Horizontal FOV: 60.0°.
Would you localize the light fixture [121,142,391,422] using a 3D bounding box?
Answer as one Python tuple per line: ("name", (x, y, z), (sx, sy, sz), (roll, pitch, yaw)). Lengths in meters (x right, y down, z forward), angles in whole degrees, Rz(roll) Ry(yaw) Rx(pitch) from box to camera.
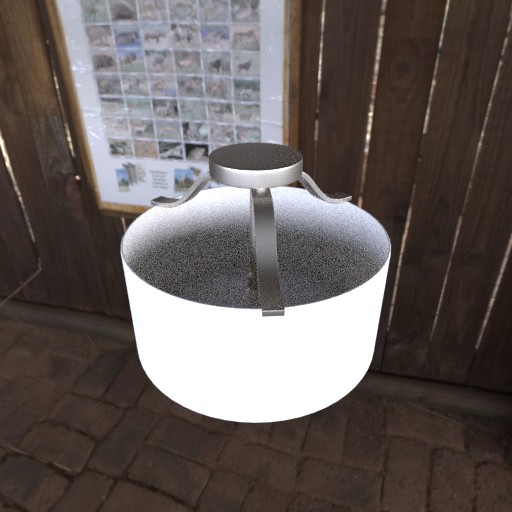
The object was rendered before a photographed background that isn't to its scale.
("light fixture", (0.000, 0.000, 0.661), (0.395, 0.304, 0.395), (0, 30, 0))
